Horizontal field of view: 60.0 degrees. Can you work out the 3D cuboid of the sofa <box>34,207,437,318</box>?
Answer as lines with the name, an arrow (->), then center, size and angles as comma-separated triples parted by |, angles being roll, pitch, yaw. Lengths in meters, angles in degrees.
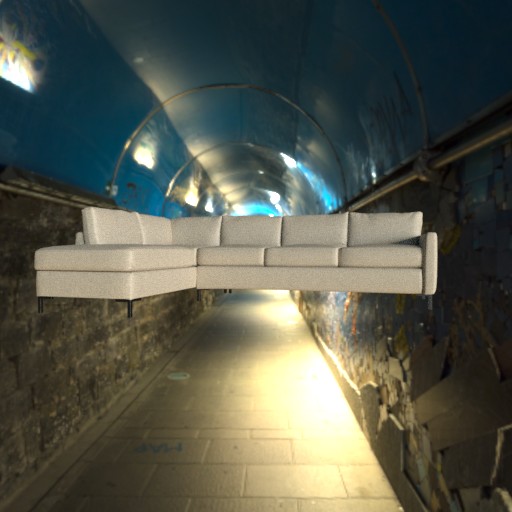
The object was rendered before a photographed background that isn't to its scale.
sofa -> 0.000, 0.000, 3.148 | 2.423, 0.703, 1.617 | 0, 1, 17
